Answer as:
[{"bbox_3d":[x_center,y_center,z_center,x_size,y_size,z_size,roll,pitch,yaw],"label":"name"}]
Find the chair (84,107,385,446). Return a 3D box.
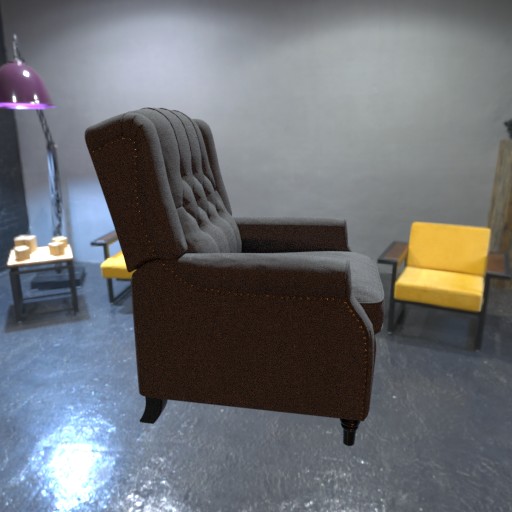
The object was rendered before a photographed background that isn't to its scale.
[{"bbox_3d":[0.000,0.000,1.620,0.898,1.035,0.742,3,16,10],"label":"chair"}]
